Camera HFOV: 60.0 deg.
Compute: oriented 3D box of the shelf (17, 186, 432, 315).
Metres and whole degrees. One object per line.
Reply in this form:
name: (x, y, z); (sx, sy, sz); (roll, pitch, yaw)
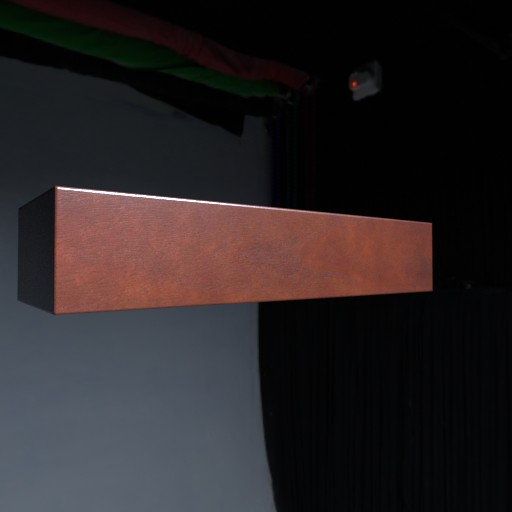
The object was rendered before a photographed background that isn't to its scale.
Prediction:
shelf: (0.000, 0.000, 0.501); (0.457, 0.088, 0.152); (1, -1, -37)
